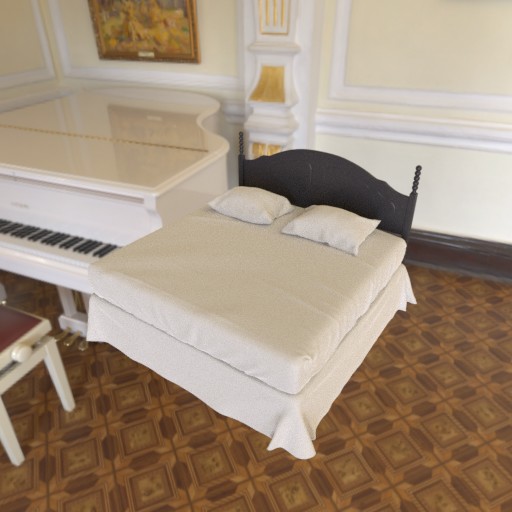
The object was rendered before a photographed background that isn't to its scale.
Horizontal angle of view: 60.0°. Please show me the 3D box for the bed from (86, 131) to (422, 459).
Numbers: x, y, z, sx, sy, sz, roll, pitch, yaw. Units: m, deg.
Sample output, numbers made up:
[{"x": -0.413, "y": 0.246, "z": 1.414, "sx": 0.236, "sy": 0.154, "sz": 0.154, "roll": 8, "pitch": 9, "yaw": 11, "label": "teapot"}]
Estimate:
[{"x": 0.000, "y": 0.000, "z": 3.765, "sx": 2.322, "sy": 1.355, "sz": 2.219, "roll": 20, "pitch": 36, "yaw": 29, "label": "bed"}]
